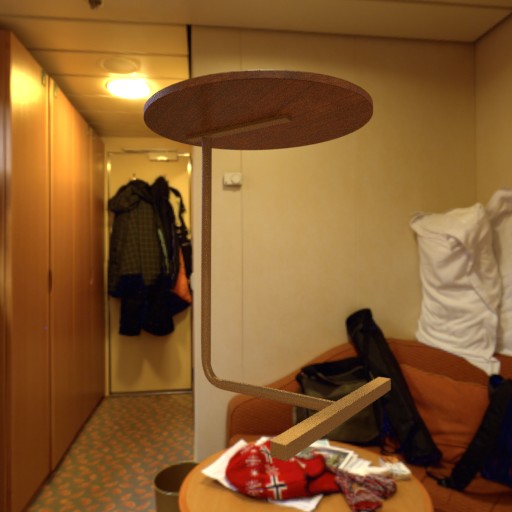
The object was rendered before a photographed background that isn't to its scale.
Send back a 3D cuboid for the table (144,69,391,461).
[{"bbox_3d":[0.000,0.000,1.115,0.577,0.706,0.530,0,-1,36],"label":"table"}]
